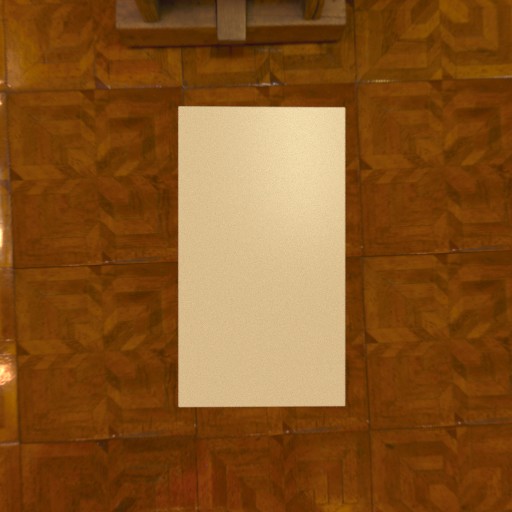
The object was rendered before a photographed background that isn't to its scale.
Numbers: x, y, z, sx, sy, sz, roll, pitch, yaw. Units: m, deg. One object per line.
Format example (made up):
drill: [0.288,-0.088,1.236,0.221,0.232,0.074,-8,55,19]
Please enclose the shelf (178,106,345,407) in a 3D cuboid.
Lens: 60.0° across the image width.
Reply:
shelf: [0.000,0.000,1.605,0.340,1.411,0.611,0,90,-1]
